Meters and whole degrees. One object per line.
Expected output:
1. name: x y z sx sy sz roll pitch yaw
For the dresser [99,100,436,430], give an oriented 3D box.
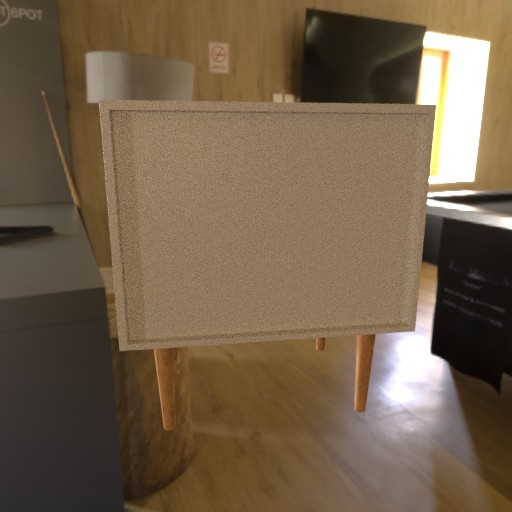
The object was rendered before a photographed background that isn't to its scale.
1. dresser: 0.000 0.000 0.917 0.503 0.568 0.414 -2 14 -9
